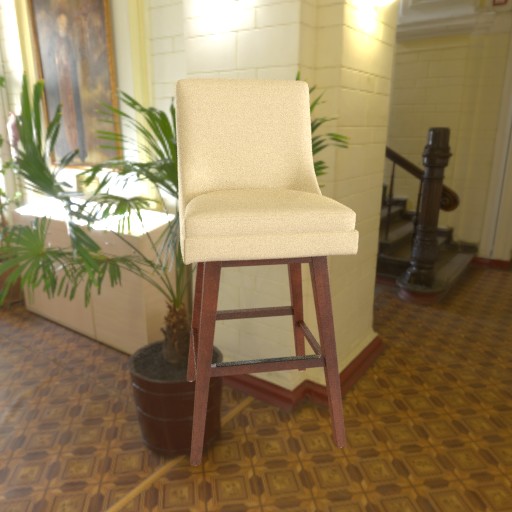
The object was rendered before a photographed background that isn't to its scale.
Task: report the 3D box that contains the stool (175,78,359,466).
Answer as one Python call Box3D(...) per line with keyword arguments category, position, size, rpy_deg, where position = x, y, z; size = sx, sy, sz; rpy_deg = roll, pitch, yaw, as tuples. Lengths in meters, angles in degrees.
Box3D(category="stool", position=(0.000, 0.000, 1.406), size=(0.470, 1.097, 0.559), rpy_deg=(-3, 16, -9))
